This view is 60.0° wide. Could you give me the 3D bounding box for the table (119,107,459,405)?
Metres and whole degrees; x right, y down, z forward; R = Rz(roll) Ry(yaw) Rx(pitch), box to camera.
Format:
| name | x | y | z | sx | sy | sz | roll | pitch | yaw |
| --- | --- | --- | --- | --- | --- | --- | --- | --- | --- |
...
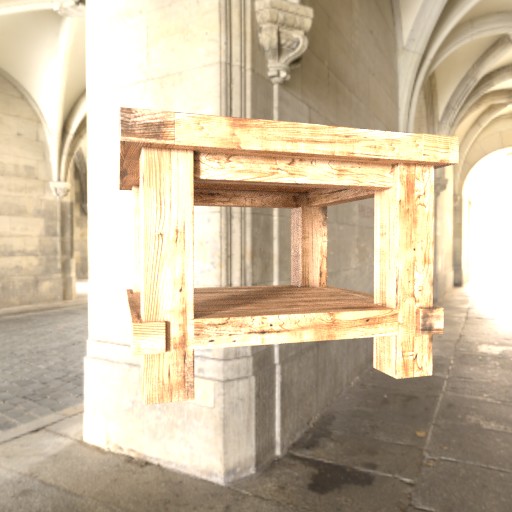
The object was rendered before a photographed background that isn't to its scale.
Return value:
| name | x | y | z | sx | sy | sz | roll | pitch | yaw |
| --- | --- | --- | --- | --- | --- | --- | --- | --- | --- |
| table | 0.000 | 0.000 | 1.038 | 0.610 | 0.457 | 0.610 | 0 | 1 | -17 |
